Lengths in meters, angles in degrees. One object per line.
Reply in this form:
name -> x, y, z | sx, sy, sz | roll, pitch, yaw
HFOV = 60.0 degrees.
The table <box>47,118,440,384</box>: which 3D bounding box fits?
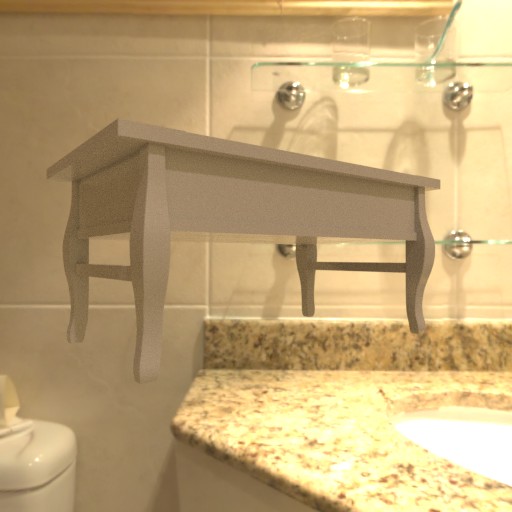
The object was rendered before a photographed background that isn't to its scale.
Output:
table -> 0.000, 0.000, 1.353 | 1.062, 0.495, 0.600 | 0, 0, -37
